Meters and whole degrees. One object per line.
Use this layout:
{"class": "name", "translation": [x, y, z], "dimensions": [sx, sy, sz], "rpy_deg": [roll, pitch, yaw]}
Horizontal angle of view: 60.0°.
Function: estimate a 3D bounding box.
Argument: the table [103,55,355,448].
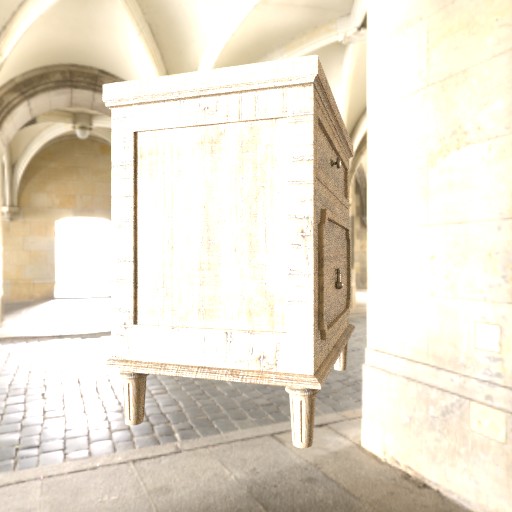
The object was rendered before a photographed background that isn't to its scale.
{"class": "table", "translation": [0.000, 0.000, 1.174], "dimensions": [0.457, 0.711, 0.686], "rpy_deg": [0, 0, 18]}
